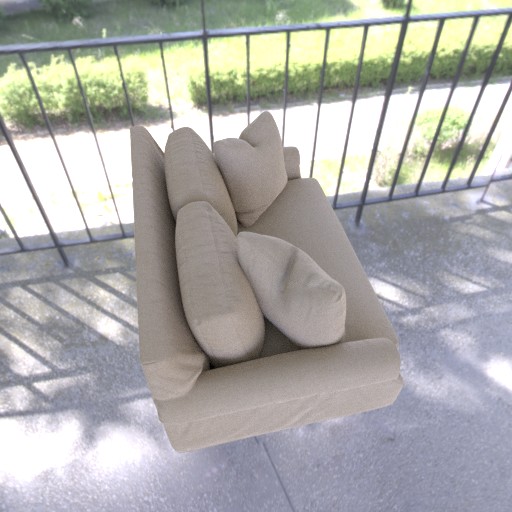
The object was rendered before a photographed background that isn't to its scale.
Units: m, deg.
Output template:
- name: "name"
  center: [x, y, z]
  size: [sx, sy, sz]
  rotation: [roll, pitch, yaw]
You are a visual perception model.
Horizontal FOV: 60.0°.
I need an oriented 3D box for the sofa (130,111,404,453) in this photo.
- name: "sofa"
  center: [0.000, 0.000, 2.186]
  size: [1.070, 0.905, 1.550]
  rotation: [-9, 48, -8]
